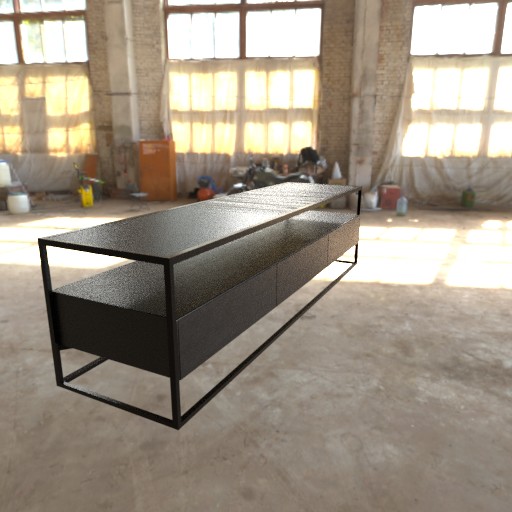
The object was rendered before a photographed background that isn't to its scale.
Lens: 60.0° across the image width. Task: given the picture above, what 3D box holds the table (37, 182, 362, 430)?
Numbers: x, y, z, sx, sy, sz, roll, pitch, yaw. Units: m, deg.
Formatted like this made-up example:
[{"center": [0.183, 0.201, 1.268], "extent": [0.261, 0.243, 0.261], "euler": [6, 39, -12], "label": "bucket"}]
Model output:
[{"center": [0.000, 0.000, 1.652], "extent": [0.399, 0.395, 1.486], "euler": [8, 17, 27], "label": "table"}]
